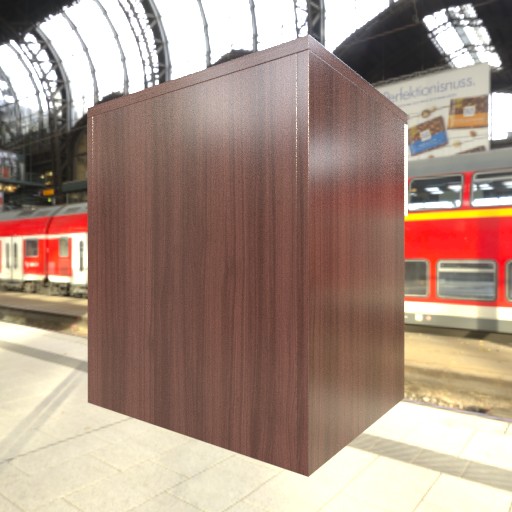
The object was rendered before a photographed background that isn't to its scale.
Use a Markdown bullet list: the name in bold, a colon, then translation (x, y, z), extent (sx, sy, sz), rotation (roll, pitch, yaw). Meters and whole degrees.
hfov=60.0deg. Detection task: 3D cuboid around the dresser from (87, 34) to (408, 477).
- **dresser**: translation (0.000, 0.000, 0.731), extent (0.400, 0.470, 0.360), rotation (0, 0, 36)
